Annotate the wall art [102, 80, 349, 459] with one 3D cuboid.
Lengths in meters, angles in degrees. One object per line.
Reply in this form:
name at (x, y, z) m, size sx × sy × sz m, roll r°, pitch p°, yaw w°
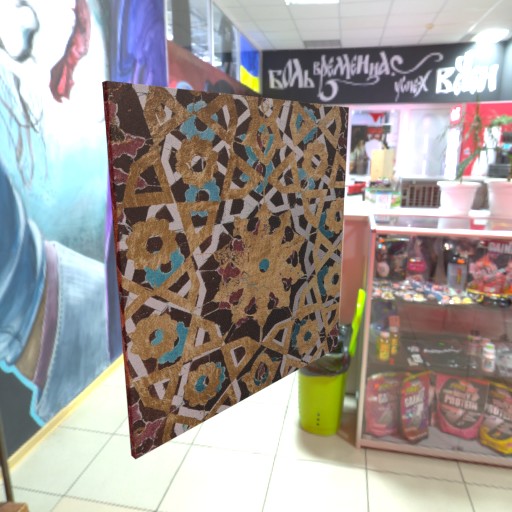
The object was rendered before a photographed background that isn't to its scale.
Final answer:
wall art at (0.000, 0.000, 0.601) m, size 0.010 × 0.406 × 0.404 m, roll 13°, pitch 19°, yaw 43°
